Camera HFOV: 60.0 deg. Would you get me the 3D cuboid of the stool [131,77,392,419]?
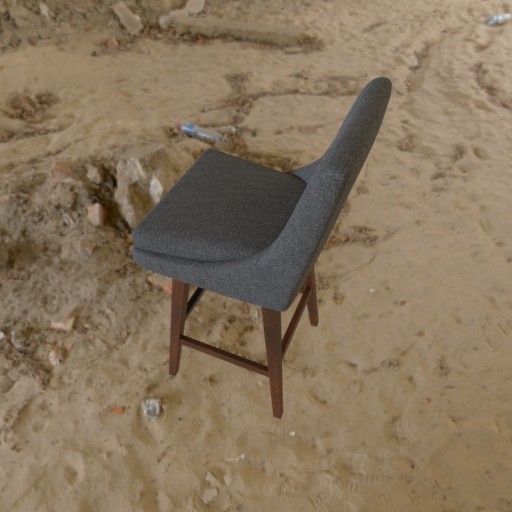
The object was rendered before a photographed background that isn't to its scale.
[{"bbox_3d":[0.000,0.000,1.391,0.572,1.068,0.489,17,48,16],"label":"stool"}]
